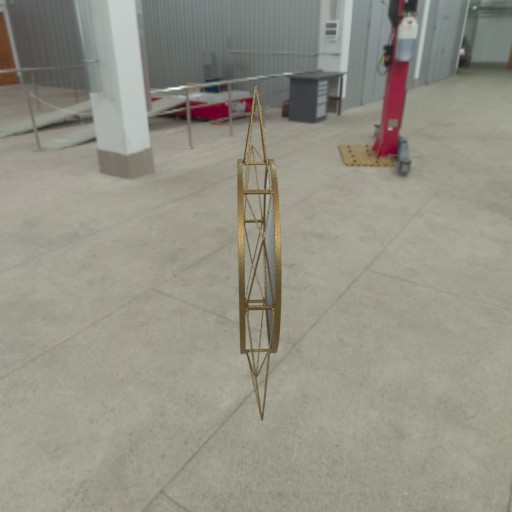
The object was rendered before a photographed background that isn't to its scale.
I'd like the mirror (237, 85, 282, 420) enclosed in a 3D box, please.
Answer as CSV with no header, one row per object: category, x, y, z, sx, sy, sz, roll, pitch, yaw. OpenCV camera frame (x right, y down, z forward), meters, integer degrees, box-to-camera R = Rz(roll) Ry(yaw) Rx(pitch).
mirror,0.000,0.000,0.806,0.062,0.581,0.498,-1,27,-2
